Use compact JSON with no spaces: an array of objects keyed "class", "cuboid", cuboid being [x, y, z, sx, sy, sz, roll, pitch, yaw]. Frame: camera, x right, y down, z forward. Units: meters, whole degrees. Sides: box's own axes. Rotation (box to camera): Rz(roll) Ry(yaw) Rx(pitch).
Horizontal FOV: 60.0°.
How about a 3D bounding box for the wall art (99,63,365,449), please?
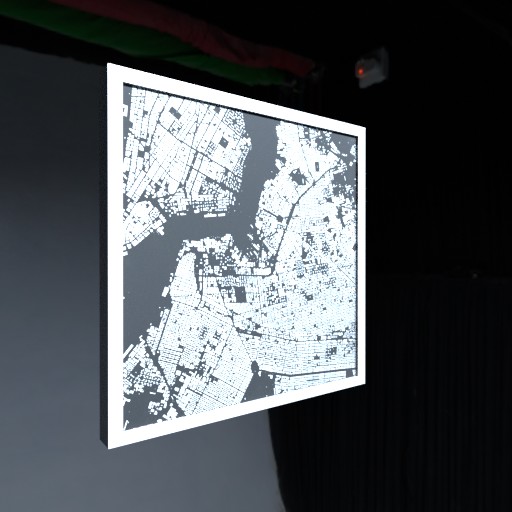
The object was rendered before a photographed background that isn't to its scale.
[{"class":"wall art","cuboid":[0.000,0.000,0.744,0.506,0.506,0.038,0,0,-36]}]
